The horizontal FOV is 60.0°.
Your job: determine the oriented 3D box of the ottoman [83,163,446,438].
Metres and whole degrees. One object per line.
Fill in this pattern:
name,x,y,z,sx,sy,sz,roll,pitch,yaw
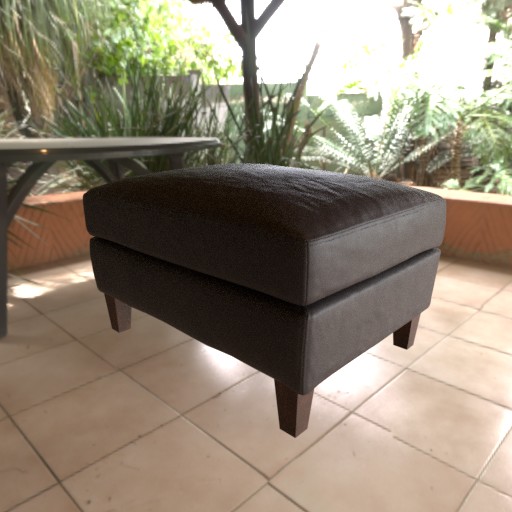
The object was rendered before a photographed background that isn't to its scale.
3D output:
ottoman,0.000,0.000,1.313,0.887,0.529,0.659,15,23,41
